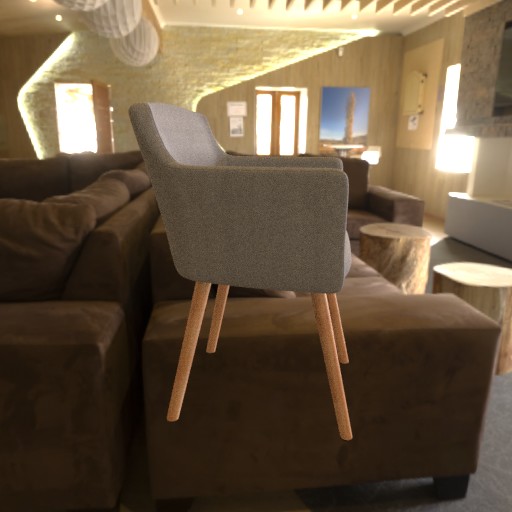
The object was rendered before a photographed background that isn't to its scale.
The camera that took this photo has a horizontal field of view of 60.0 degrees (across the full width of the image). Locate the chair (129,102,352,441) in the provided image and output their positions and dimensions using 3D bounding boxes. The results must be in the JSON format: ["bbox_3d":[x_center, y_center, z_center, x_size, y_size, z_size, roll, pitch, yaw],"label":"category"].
[{"bbox_3d":[0.000,0.000,1.188,0.540,0.780,0.570,2,15,9],"label":"chair"}]
